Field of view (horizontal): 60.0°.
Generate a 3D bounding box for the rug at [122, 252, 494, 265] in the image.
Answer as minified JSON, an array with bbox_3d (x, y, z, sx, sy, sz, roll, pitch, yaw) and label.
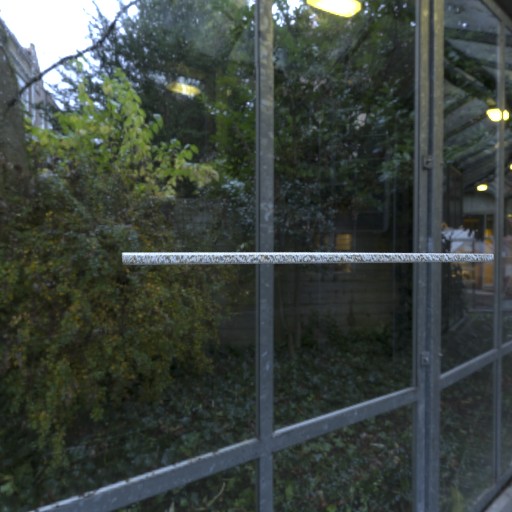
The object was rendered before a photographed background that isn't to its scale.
[{"bbox_3d":[0.000,0.000,2.074,1.200,0.027,1.600,0,1,-17],"label":"rug"}]
